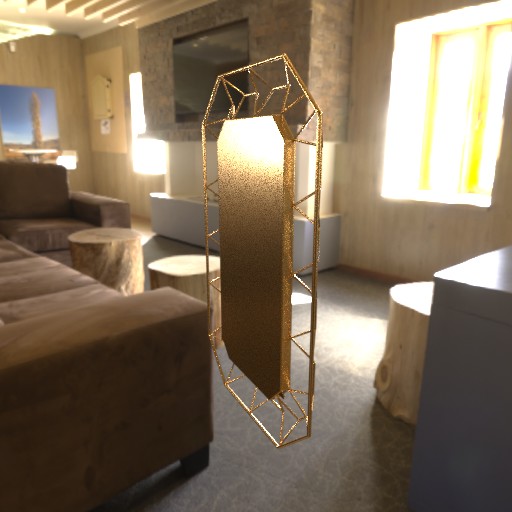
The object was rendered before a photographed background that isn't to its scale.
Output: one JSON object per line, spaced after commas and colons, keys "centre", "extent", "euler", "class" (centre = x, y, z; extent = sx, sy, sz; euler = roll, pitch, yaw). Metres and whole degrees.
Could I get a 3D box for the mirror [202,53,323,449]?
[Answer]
{"centre": [0.000, 0.000, 1.092], "extent": [0.051, 0.870, 0.572], "euler": [-7, 16, -26], "class": "mirror"}
